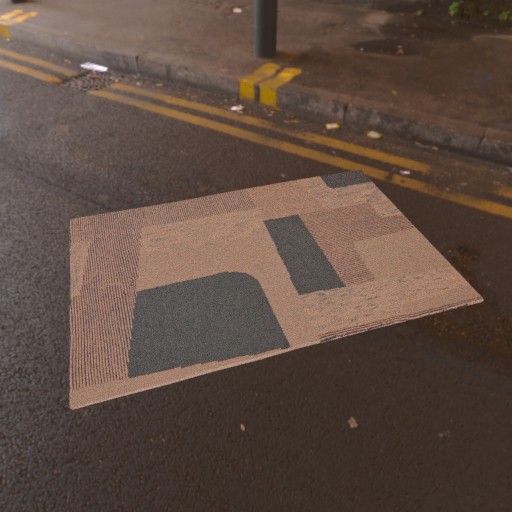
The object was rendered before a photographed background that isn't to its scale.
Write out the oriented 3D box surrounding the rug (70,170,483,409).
[{"bbox_3d":[0.000,0.000,2.306,1.847,0.020,1.238,-12,43,-13],"label":"rug"}]
